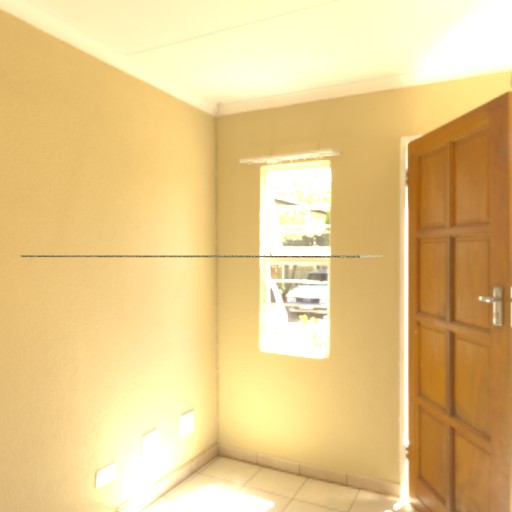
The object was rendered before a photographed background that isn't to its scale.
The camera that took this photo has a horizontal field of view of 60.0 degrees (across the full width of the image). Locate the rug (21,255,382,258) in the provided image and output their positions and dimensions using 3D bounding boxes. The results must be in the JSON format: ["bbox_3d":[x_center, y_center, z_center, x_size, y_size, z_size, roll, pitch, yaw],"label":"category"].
[{"bbox_3d":[0.000,0.000,2.187,1.142,0.006,1.752,0,0,18],"label":"rug"}]
